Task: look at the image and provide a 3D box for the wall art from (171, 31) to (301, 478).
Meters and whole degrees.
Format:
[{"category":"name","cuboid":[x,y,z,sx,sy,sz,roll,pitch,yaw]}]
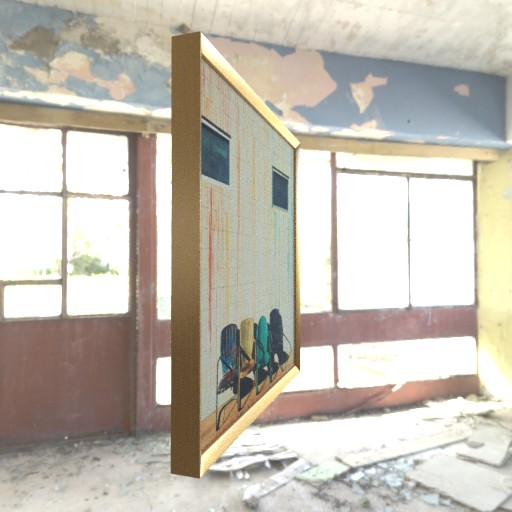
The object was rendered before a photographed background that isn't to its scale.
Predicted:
[{"category":"wall art","cuboid":[0.000,0.000,0.745,0.037,0.505,0.505,0,-1,19]}]
